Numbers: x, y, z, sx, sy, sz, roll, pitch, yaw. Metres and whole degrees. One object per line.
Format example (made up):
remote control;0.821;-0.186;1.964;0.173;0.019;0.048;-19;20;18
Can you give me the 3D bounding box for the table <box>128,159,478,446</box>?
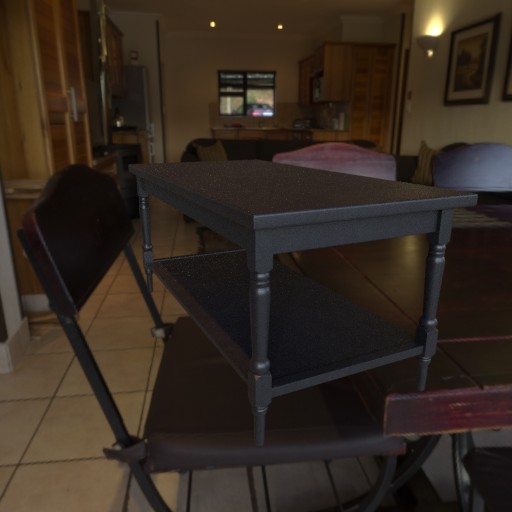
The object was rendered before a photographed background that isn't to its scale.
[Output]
table;0.000;0.000;1.409;0.550;0.510;1.107;-8;18;-25
